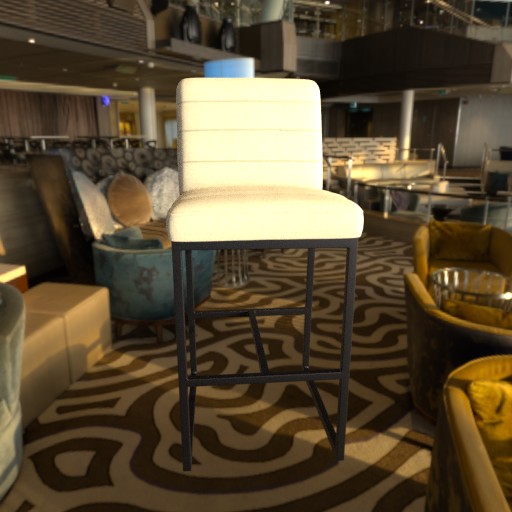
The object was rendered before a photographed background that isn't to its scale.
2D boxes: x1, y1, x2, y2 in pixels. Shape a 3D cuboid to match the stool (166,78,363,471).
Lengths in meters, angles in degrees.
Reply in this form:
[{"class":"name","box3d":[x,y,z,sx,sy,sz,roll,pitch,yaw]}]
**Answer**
[{"class":"stool","box3d":[0.000,0.000,1.309,0.460,1.040,0.560,-1,15,-5]}]
